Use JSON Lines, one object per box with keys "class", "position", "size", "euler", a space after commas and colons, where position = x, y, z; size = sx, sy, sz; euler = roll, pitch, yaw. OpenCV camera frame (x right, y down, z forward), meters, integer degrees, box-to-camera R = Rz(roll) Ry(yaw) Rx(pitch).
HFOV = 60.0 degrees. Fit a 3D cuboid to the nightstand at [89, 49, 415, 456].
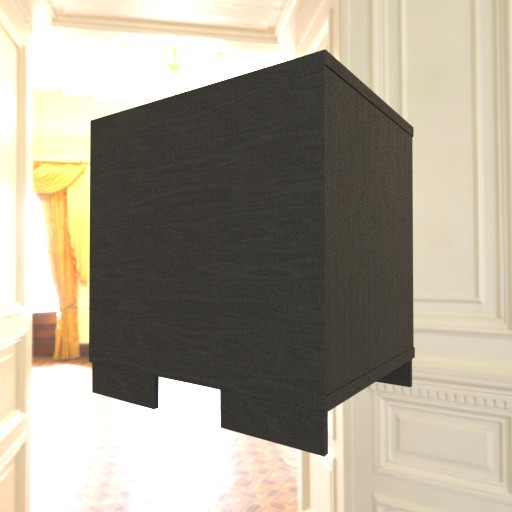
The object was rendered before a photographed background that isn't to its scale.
{"class": "nightstand", "position": [0.000, 0.000, 0.746], "size": [0.427, 0.448, 0.347], "euler": [-1, -1, 35]}
